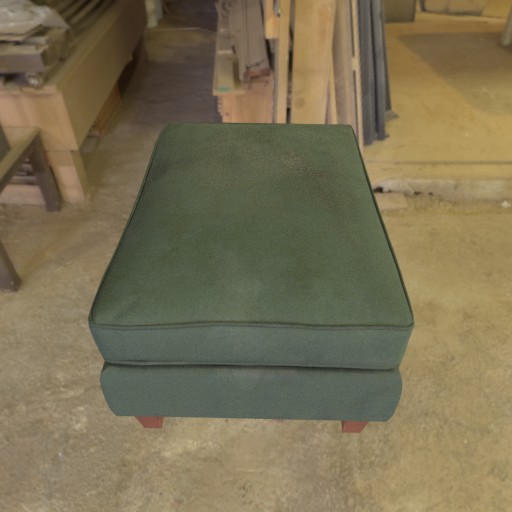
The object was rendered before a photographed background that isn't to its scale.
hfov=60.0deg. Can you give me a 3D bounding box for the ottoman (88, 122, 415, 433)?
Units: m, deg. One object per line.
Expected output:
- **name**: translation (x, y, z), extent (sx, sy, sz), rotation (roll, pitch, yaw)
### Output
- **ottoman**: translation (0.000, 0.000, 1.237), extent (0.632, 0.495, 0.864), rotation (1, 41, 1)
